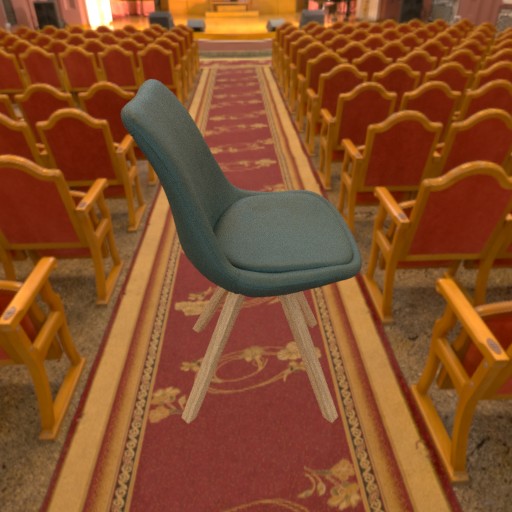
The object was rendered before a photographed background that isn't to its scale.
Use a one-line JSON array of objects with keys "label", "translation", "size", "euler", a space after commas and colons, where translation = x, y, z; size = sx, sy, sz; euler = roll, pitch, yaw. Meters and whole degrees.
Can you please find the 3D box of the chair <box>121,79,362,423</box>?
[{"label": "chair", "translation": [0.000, 0.000, 1.206], "size": [0.547, 0.865, 0.483], "euler": [-1, 33, -2]}]
